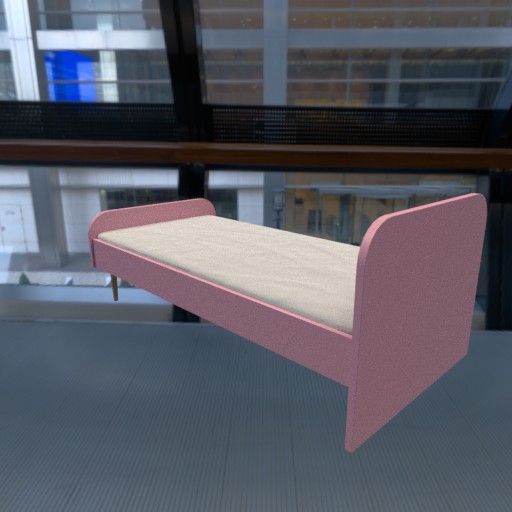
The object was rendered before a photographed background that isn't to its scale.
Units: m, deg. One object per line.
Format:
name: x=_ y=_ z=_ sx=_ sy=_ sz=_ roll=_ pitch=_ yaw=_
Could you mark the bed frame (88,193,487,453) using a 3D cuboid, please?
bed frame: x=0.000 y=0.000 z=2.419 sx=0.998 sy=0.805 sz=1.963 roll=-15 pitch=22 yaw=-42
